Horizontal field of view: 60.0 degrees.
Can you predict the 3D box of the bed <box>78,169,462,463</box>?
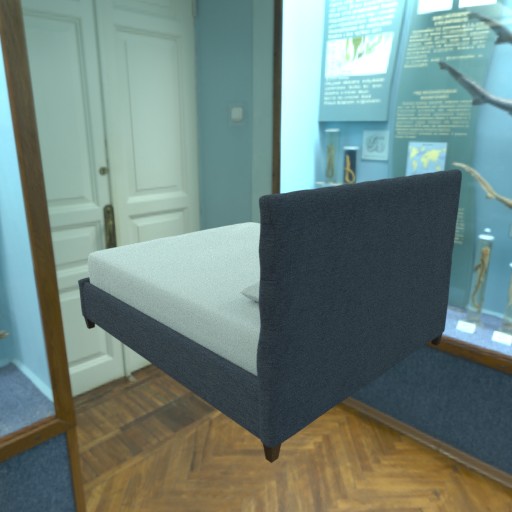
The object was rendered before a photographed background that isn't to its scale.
[{"bbox_3d":[0.000,0.000,3.642,2.078,1.427,2.387,-15,21,-42],"label":"bed"}]
